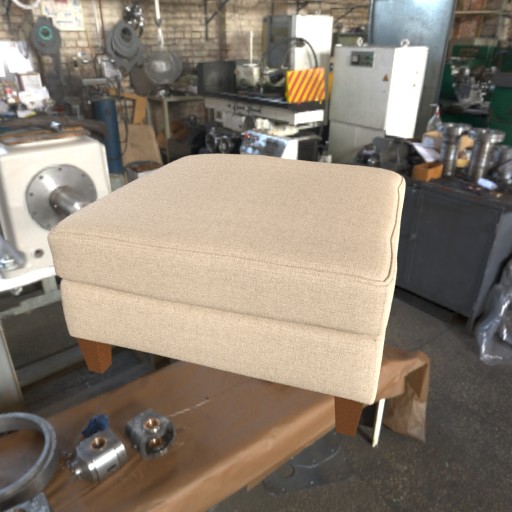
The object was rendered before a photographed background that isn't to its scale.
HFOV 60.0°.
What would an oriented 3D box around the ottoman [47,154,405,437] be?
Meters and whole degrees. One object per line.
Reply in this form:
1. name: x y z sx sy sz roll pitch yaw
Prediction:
1. ottoman: 0.000 0.000 1.397 0.838 0.503 0.838 8 27 16
